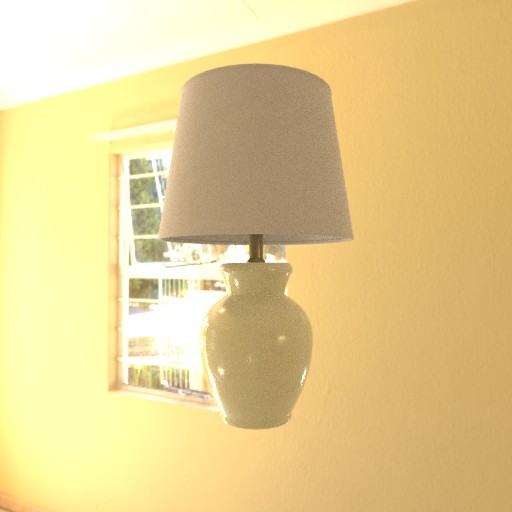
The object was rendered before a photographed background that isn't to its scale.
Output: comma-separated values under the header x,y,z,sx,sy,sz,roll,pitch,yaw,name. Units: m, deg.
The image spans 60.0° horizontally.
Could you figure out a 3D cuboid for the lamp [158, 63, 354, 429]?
x,y,z,sx,sy,sz,roll,pitch,yaw,name
0.000,0.000,0.553,0.239,0.399,0.239,0,-1,0,lamp
